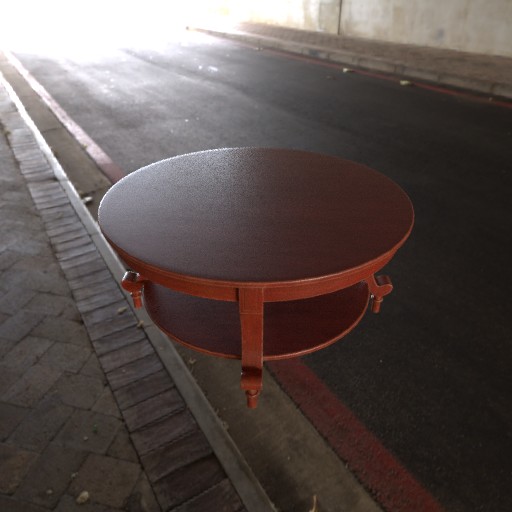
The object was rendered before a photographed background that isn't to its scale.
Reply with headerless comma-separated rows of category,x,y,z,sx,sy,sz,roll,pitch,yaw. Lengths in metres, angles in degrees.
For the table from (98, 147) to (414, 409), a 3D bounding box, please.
table,0.000,0.000,1.625,1.029,0.486,1.029,0,32,0
